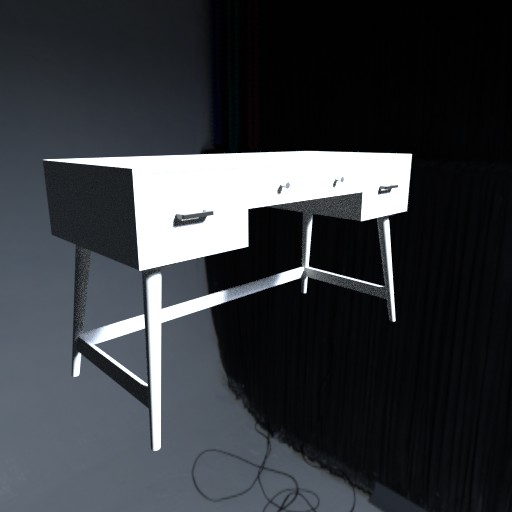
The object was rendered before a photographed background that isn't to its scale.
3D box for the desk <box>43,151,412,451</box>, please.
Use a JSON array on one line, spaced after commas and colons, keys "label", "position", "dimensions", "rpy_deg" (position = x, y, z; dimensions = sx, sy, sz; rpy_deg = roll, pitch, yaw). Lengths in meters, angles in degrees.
[{"label": "desk", "position": [0.000, 0.000, 1.740], "dimensions": [1.313, 0.762, 0.589], "rpy_deg": [-14, 20, -42]}]
